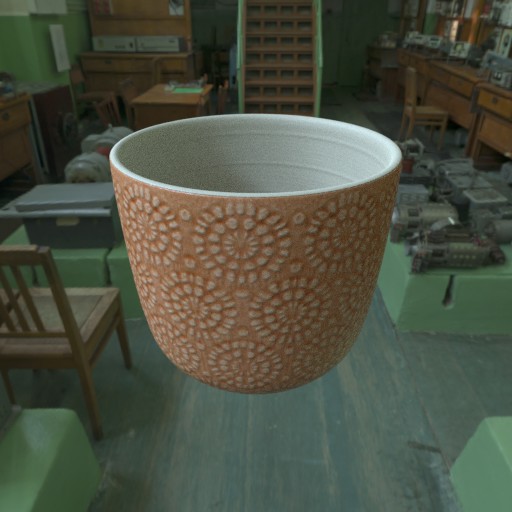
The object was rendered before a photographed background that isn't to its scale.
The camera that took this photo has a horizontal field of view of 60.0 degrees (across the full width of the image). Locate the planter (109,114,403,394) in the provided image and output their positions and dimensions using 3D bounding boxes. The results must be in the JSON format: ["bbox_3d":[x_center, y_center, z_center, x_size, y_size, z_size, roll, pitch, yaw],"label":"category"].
[{"bbox_3d":[0.000,0.000,0.372,0.208,0.190,0.208,0,29,0],"label":"planter"}]
